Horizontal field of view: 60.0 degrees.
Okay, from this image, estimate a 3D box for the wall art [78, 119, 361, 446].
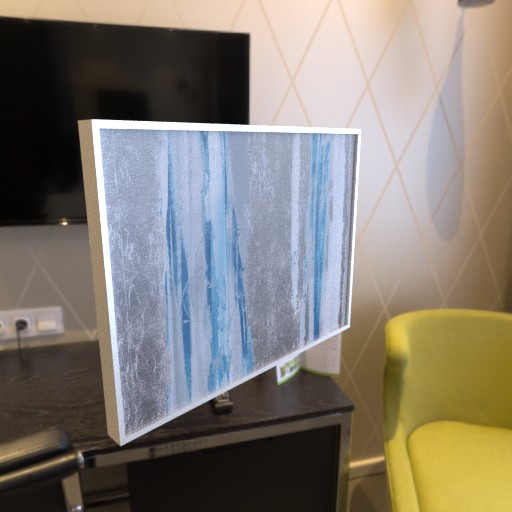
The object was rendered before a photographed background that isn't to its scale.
[{"bbox_3d":[0.000,0.000,1.424,0.066,0.801,1.056,14,20,43],"label":"wall art"}]
